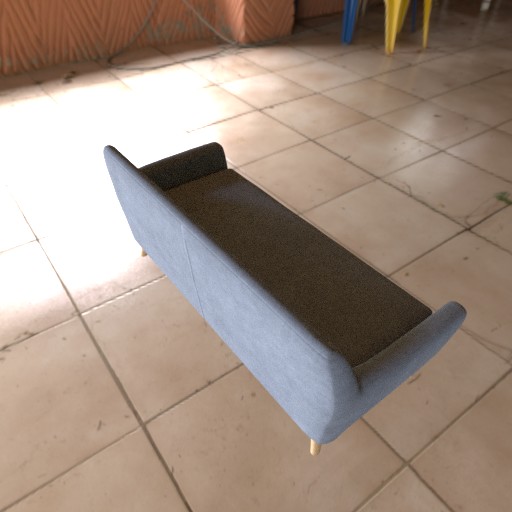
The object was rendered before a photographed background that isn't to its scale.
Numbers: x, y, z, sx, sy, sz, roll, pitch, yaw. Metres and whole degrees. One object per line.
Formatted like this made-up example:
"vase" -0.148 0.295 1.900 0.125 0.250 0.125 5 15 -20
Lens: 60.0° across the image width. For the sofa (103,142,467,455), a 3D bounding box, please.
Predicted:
"sofa" 0.000 0.000 2.384 0.830 0.830 1.970 -26 47 -27
